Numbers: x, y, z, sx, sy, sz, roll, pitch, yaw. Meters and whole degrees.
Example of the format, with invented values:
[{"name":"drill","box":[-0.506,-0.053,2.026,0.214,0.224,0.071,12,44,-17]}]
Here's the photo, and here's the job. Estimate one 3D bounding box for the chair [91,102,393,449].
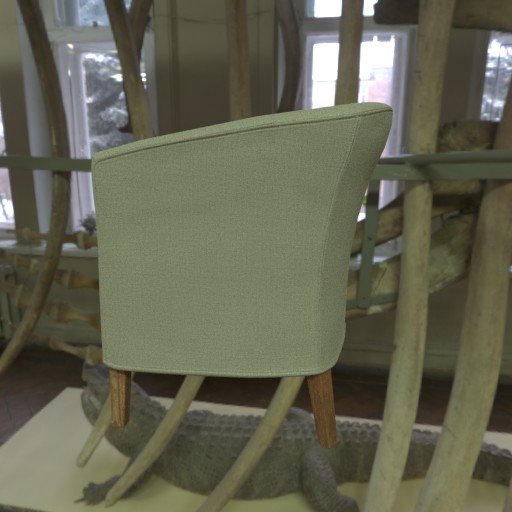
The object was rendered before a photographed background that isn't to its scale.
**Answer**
[{"name":"chair","box":[0.000,0.000,1.226,0.668,0.771,0.600,2,13,9]}]
